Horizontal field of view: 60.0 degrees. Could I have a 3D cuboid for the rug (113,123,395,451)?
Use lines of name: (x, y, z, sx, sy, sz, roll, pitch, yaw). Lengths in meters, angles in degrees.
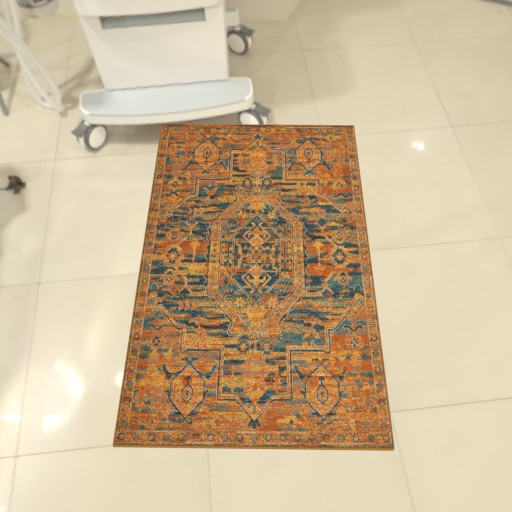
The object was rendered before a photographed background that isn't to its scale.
rug: (0.000, 0.000, 1.078, 0.557, 0.008, 0.863, 1, 62, 0)
